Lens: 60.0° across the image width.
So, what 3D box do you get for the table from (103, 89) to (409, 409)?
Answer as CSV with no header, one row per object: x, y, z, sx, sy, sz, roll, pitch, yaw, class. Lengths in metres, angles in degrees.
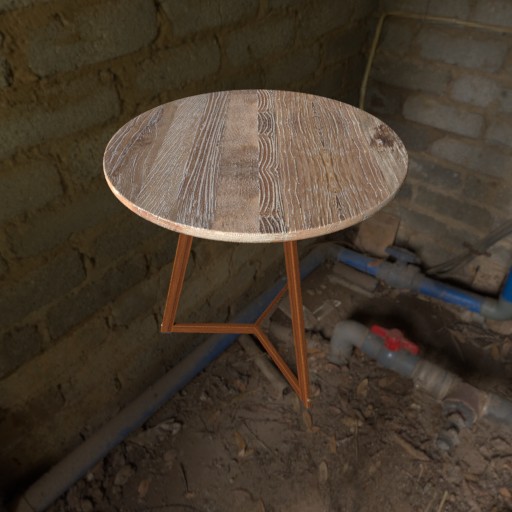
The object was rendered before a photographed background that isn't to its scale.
0.000,0.000,0.910,0.500,0.500,0.500,0,41,0,table
